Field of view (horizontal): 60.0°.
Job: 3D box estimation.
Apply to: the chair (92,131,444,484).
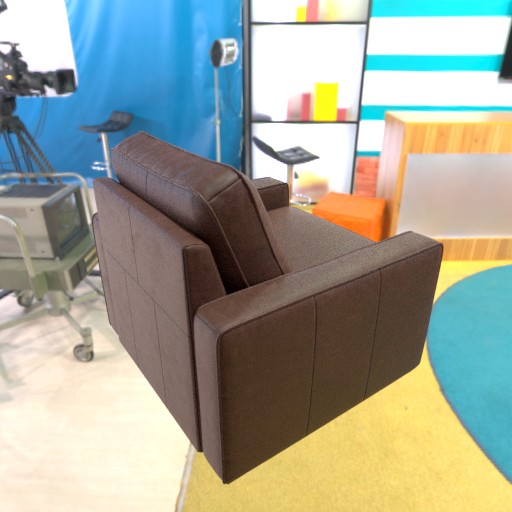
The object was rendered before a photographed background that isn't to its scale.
[{"bbox_3d":[0.000,0.000,1.701,0.940,0.919,1.017,-18,31,-31],"label":"chair"}]
